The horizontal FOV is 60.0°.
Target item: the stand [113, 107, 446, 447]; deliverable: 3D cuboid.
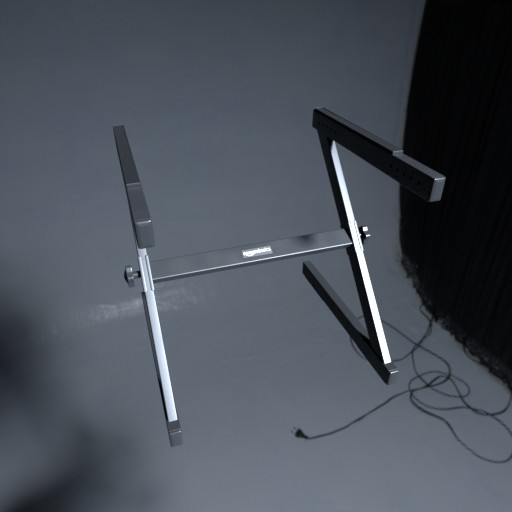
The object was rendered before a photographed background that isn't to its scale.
[{"bbox_3d":[0.000,0.000,1.213,0.700,0.617,0.586,-10,34,-16],"label":"stand"}]
